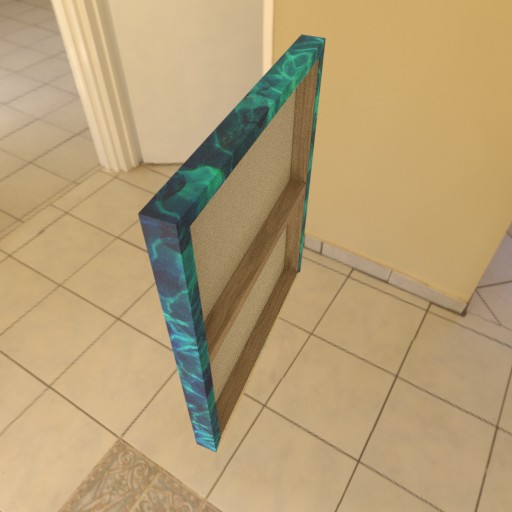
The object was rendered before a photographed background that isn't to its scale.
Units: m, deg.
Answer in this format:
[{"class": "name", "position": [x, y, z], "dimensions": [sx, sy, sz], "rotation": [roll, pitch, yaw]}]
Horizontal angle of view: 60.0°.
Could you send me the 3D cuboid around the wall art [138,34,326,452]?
[{"class": "wall art", "position": [0.000, 0.000, 0.690], "dimensions": [0.038, 0.508, 0.432], "rotation": [17, 49, 15]}]
